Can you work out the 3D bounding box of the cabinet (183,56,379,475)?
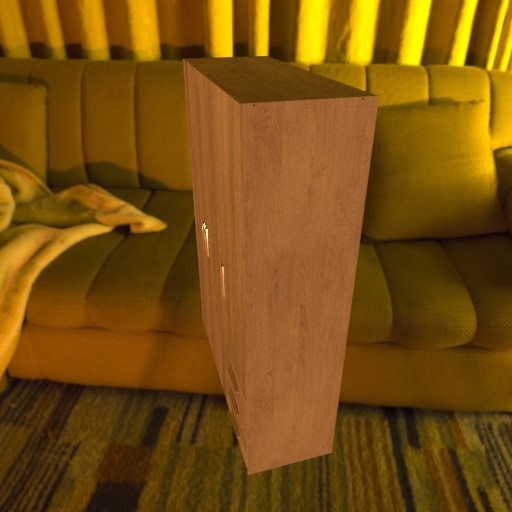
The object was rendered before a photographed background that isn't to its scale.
[{"bbox_3d":[0.000,0.000,2.478,0.510,1.910,1.290,-8,31,-14],"label":"cabinet"}]
